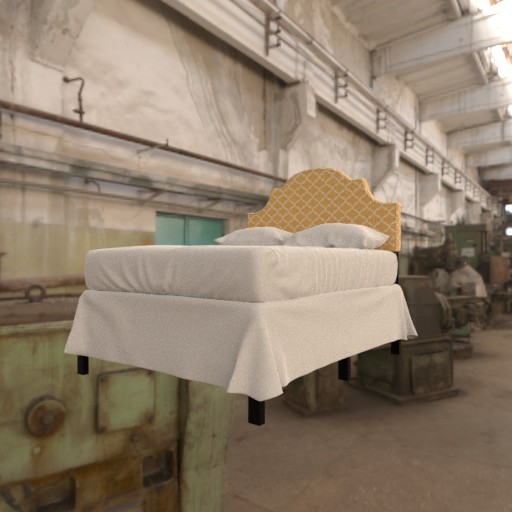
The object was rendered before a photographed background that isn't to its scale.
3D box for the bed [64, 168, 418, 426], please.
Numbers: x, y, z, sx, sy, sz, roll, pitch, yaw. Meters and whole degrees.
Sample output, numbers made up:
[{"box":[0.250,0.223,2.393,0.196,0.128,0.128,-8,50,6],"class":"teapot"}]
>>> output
[{"box":[0.000,0.000,3.380,1.780,1.633,2.222,0,0,37],"class":"bed"}]
